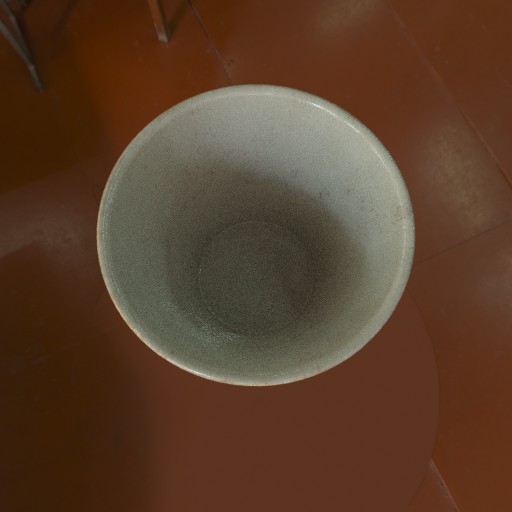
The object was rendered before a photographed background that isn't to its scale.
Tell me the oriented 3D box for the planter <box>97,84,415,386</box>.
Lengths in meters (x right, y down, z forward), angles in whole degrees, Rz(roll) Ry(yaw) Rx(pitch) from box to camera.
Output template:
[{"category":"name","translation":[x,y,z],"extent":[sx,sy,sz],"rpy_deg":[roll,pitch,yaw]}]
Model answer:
[{"category":"planter","translation":[0.000,0.000,0.348],"extent":[0.193,0.165,0.193],"rpy_deg":[0,75,0]}]
